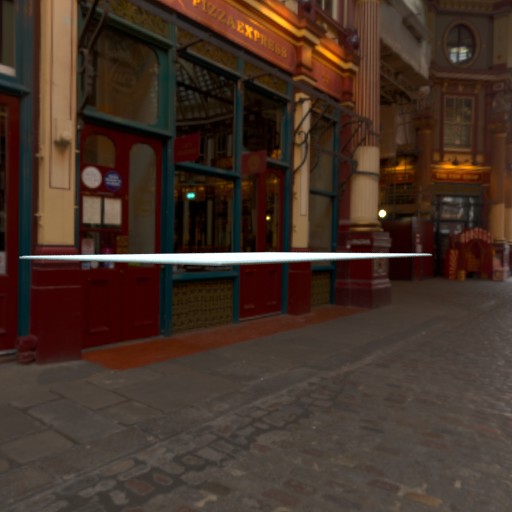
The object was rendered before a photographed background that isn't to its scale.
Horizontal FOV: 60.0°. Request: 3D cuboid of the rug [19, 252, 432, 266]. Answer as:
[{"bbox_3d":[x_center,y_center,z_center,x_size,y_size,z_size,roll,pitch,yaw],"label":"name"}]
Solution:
[{"bbox_3d":[0.000,0.000,2.301,1.219,0.012,1.840,1,1,39],"label":"rug"}]
